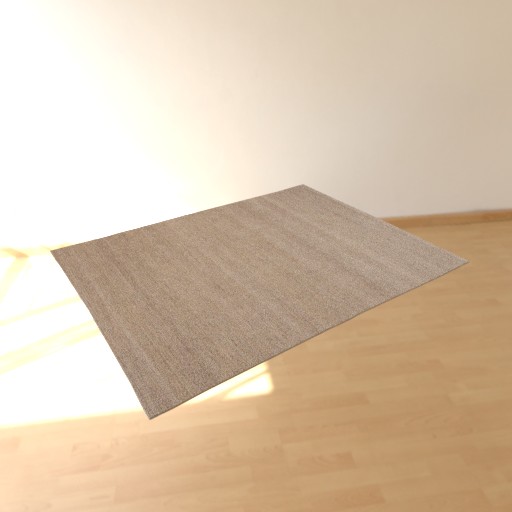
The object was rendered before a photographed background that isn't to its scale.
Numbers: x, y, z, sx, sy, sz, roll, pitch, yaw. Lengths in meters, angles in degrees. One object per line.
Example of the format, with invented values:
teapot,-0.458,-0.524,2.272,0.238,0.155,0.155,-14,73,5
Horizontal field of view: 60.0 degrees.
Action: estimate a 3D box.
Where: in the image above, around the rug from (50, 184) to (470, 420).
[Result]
rug,0.000,0.000,4.280,3.245,0.046,2.467,-19,35,-29
